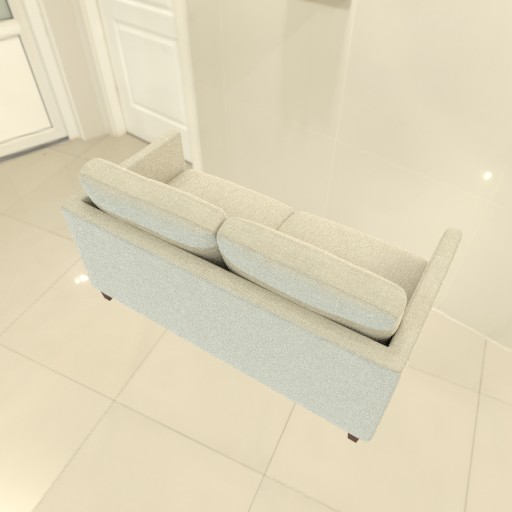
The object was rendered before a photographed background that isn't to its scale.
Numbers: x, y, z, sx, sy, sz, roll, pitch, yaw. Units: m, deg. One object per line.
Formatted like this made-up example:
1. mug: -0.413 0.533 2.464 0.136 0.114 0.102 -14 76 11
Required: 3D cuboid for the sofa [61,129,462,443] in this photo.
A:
1. sofa: 0.000 0.000 2.416 1.838 0.963 0.950 24 50 22
